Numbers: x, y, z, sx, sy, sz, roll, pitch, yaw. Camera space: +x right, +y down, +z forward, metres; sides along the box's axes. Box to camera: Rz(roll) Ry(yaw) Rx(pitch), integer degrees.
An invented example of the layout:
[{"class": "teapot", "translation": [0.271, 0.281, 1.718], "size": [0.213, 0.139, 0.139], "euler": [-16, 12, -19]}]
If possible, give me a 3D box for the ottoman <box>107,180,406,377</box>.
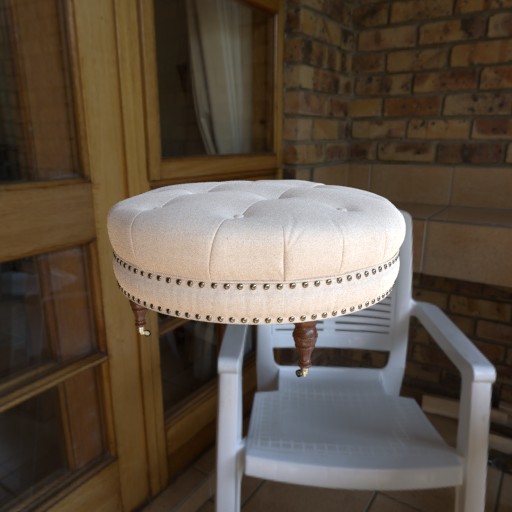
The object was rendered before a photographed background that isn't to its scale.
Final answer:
[{"class": "ottoman", "translation": [0.000, 0.000, 1.491], "size": [0.940, 0.483, 0.940], "euler": [0, 15, 0]}]
